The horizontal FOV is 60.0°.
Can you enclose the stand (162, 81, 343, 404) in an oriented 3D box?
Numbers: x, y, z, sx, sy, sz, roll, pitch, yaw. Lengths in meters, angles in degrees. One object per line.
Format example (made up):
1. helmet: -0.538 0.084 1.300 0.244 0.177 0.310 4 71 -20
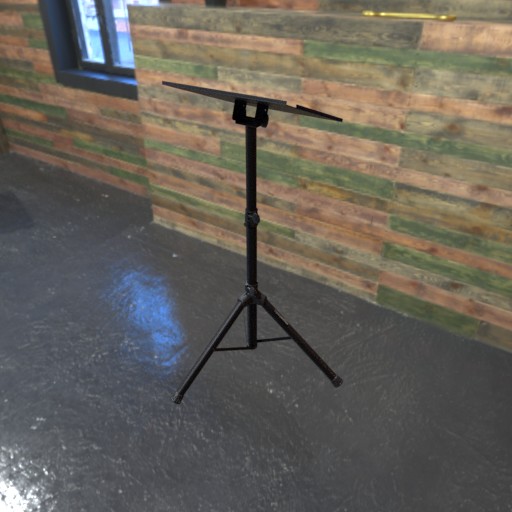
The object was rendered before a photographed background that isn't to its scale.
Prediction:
1. stand: 0.000 0.000 1.638 0.702 1.198 0.702 21 38 30
